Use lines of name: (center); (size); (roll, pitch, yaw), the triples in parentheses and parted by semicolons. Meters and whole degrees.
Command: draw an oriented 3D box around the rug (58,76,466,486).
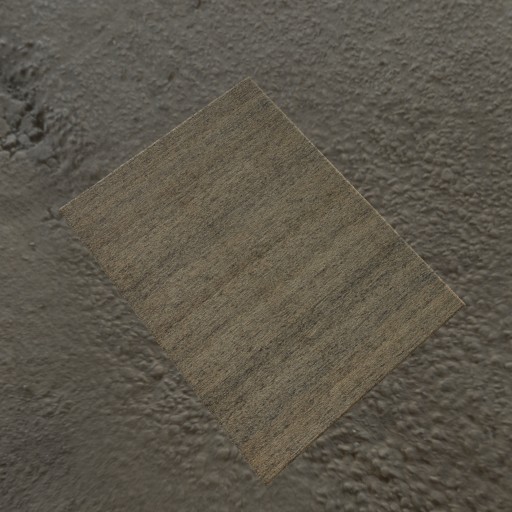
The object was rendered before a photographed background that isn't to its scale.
rug: (0.000, 0.000, 4.241); (2.414, 0.036, 3.199); (-38, 78, -10)
